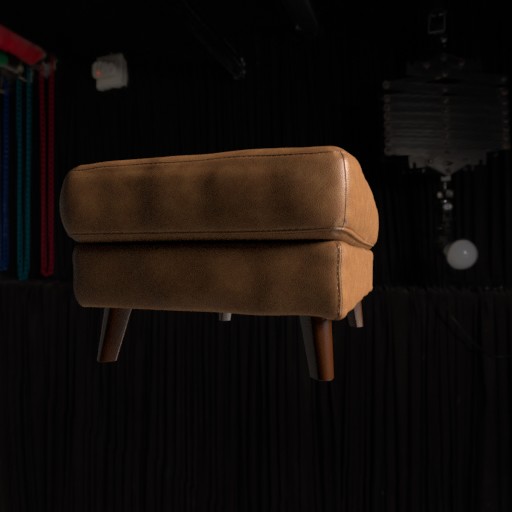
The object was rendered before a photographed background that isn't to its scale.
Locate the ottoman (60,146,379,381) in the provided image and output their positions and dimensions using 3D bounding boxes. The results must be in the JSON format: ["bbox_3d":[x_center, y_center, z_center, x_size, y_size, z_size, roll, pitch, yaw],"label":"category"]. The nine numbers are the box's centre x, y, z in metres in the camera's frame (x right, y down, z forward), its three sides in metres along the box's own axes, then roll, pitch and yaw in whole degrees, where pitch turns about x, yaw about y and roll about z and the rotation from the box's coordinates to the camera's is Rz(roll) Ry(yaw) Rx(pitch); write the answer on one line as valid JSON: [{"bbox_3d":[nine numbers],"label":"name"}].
[{"bbox_3d":[0.000,0.000,1.221,0.630,0.461,0.869,0,-1,18],"label":"ottoman"}]
